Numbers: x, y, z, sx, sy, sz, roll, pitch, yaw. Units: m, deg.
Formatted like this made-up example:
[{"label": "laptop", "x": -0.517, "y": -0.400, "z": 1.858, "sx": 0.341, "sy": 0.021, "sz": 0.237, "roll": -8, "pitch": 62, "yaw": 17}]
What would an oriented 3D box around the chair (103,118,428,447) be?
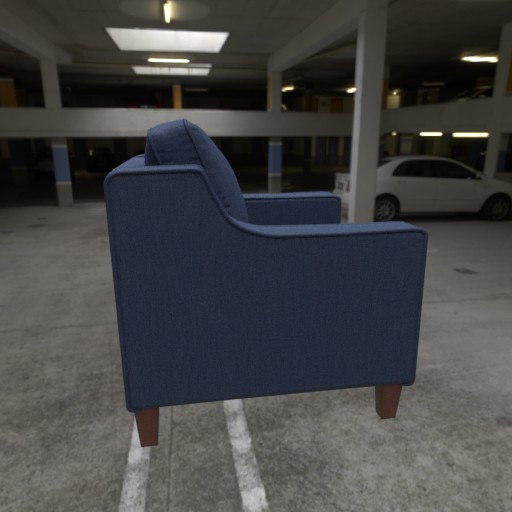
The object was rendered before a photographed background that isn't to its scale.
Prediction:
[{"label": "chair", "x": 0.000, "y": 0.000, "z": 1.641, "sx": 0.909, "sy": 0.960, "sz": 0.831, "roll": -3, "pitch": 16, "yaw": -10}]
